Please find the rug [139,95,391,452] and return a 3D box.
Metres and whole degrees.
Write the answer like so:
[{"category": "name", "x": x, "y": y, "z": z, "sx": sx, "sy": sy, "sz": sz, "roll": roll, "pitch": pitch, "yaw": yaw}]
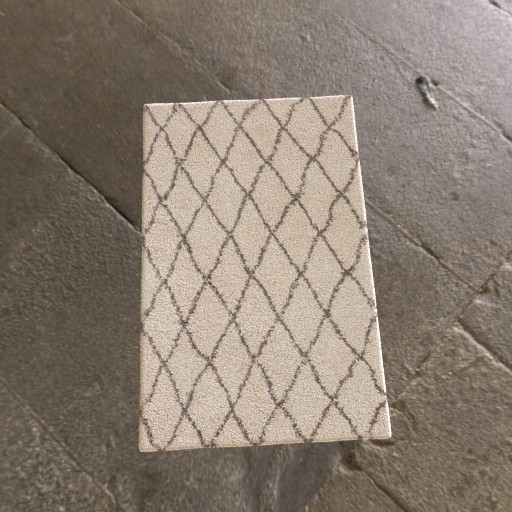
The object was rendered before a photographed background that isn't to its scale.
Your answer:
[{"category": "rug", "x": 0.000, "y": 0.000, "z": 3.446, "sx": 1.778, "sy": 0.030, "sz": 2.743, "roll": -3, "pitch": 76, "yaw": -1}]
